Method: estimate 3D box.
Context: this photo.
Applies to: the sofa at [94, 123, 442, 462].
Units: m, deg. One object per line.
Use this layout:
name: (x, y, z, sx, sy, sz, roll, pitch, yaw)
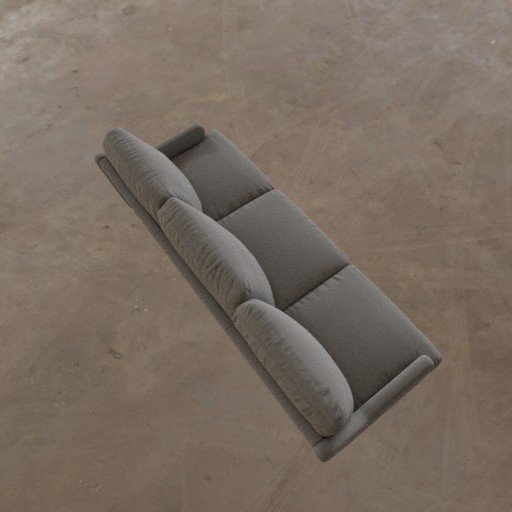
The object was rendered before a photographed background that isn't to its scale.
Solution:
sofa: (0.000, 0.000, 2.817, 0.987, 0.926, 2.344, -33, 64, -18)
